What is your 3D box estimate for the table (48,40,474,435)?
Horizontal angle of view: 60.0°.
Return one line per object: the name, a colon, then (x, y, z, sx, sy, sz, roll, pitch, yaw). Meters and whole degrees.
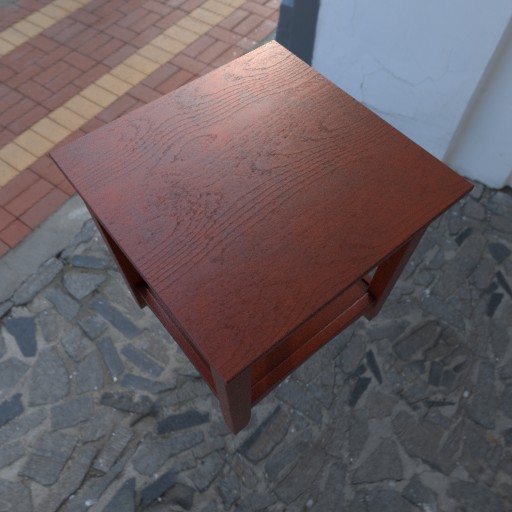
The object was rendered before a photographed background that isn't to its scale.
table: (0.000, 0.000, 0.970, 0.523, 0.558, 0.522, -33, 64, -18)
